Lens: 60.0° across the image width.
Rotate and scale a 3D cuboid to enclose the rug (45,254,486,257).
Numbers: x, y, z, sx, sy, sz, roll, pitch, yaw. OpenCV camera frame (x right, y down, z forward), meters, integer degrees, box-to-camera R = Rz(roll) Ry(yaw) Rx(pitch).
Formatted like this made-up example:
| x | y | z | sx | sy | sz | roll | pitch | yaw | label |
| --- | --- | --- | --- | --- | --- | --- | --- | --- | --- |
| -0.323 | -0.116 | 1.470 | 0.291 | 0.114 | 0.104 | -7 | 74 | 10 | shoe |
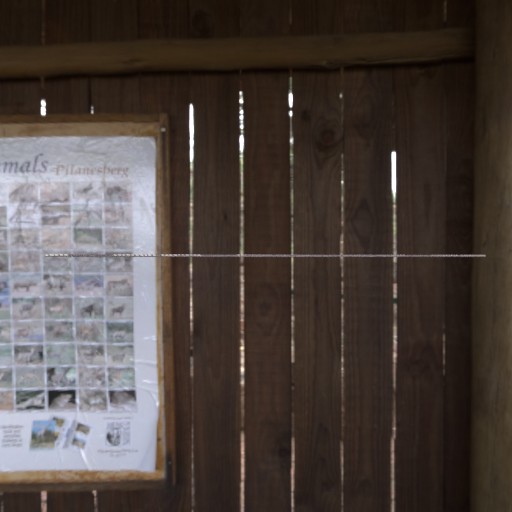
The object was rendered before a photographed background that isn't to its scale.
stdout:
| x | y | z | sx | sy | sz | roll | pitch | yaw | label |
| --- | --- | --- | --- | --- | --- | --- | --- | --- | --- |
| 0.000 | 0.000 | 3.020 | 2.435 | 0.011 | 1.517 | 0 | 0 | -19 | rug |
